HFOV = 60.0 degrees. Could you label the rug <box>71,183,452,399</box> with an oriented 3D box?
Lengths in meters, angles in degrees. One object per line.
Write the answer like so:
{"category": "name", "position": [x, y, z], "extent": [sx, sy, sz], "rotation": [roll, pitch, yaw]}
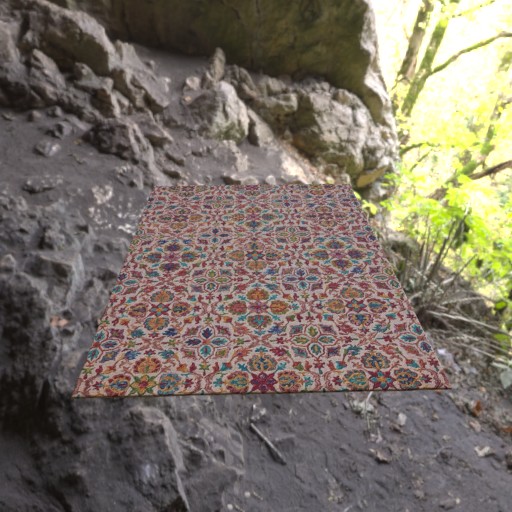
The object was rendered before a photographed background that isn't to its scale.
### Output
{"category": "rug", "position": [0.000, 0.000, 4.171], "extent": [2.446, 0.020, 3.215], "rotation": [-1, 33, -1]}
